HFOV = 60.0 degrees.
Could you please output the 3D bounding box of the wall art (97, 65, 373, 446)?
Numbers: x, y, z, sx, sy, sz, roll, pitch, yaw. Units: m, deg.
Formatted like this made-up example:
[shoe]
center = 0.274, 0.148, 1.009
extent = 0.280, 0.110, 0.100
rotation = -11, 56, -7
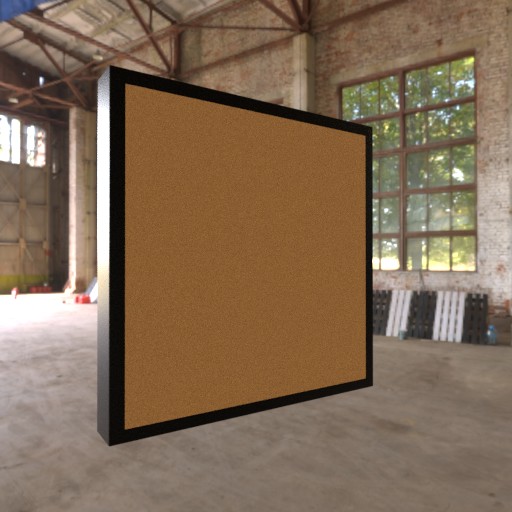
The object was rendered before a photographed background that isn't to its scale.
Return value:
[wall art]
center = 0.000, 0.000, 0.445
extent = 0.299, 0.299, 0.037
rotation = 0, 0, -33
